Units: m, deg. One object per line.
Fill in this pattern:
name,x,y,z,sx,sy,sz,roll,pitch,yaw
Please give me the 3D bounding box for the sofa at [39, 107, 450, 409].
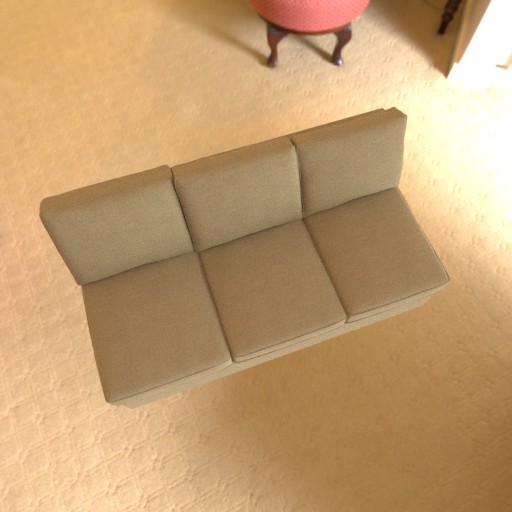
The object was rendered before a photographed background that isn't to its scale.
sofa,0.000,0.000,2.685,2.092,1.036,1.127,-18,66,-8
